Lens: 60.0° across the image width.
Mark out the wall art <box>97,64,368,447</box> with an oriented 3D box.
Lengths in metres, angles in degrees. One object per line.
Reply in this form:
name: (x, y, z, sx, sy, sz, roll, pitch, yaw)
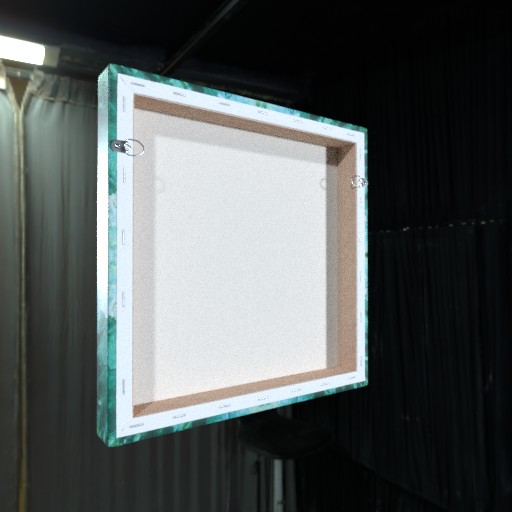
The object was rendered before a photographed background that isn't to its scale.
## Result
wall art: (0.000, 0.000, 0.461, 0.313, 0.313, 0.033, 0, -1, -35)
